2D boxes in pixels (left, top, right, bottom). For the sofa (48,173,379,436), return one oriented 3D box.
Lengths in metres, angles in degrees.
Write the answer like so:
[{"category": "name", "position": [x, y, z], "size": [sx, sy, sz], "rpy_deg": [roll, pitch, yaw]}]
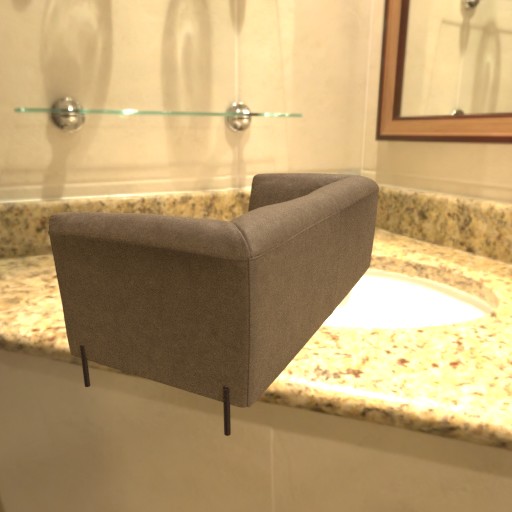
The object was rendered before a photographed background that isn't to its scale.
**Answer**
[{"category": "sofa", "position": [0.000, 0.000, 2.386], "size": [0.905, 0.747, 1.878], "rpy_deg": [8, 18, 25]}]
